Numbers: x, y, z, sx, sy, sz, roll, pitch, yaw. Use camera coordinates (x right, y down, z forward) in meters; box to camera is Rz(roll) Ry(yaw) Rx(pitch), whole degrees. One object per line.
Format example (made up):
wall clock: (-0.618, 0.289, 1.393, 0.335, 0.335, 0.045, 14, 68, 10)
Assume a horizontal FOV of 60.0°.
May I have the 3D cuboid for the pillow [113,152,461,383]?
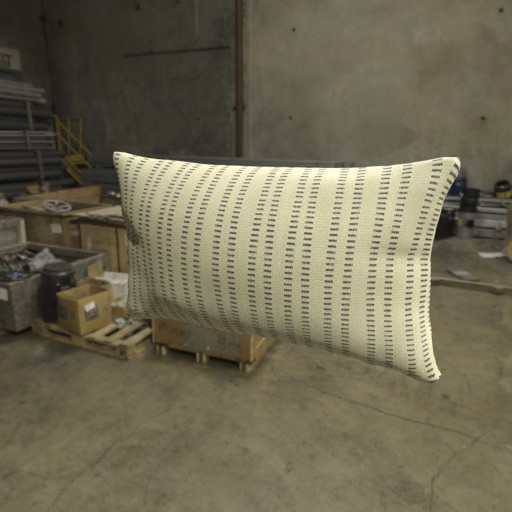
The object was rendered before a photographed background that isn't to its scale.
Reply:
pillow: (0.000, 0.000, 0.786, 0.640, 0.353, 0.210, 7, 16, 25)
